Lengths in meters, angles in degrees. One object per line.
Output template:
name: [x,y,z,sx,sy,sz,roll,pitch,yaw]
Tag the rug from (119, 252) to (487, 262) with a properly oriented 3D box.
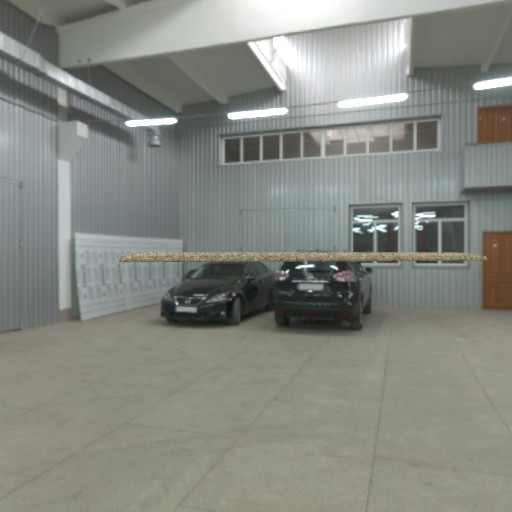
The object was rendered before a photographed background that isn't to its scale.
rug: [0.000,0.000,3.788,2.242,0.050,2.873,0,0,-17]
